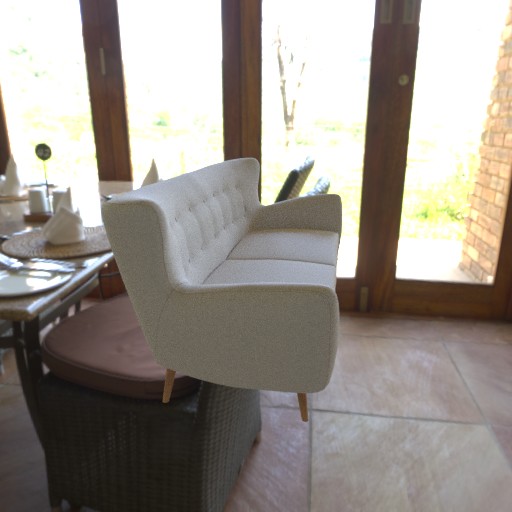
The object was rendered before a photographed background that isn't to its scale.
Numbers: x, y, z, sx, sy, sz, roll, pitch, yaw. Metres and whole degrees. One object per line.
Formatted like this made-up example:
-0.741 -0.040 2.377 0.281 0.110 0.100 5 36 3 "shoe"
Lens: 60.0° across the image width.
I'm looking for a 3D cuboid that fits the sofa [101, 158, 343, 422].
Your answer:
0.000 0.000 2.375 0.899 0.890 1.930 3 17 10 "sofa"
